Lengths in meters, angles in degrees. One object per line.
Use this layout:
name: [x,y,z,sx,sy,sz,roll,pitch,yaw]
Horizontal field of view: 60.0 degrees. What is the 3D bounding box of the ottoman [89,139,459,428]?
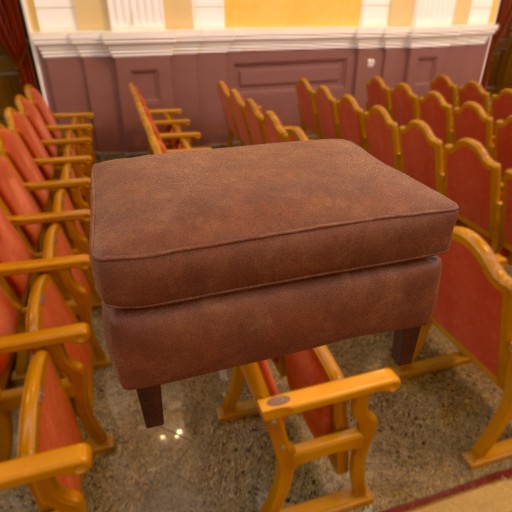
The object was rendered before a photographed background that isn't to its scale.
ottoman: [0.000,0.000,0.996,0.665,0.418,0.501,-9,32,-15]
